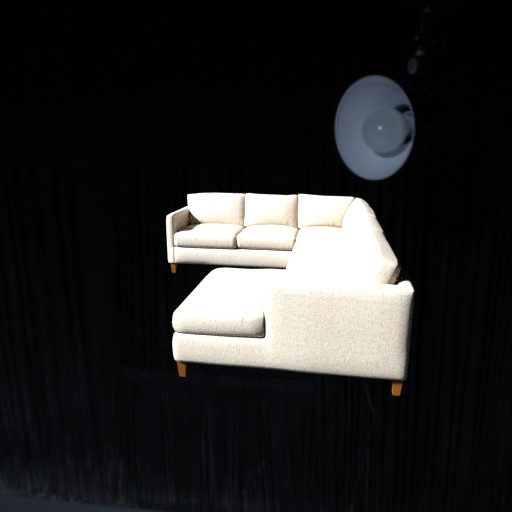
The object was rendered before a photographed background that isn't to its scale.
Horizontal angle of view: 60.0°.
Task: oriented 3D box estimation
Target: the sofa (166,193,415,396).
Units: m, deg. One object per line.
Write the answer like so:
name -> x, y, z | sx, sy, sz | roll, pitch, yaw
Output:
sofa -> 0.000, 0.000, 4.597 | 2.594, 0.961, 3.460 | 2, 15, 9
